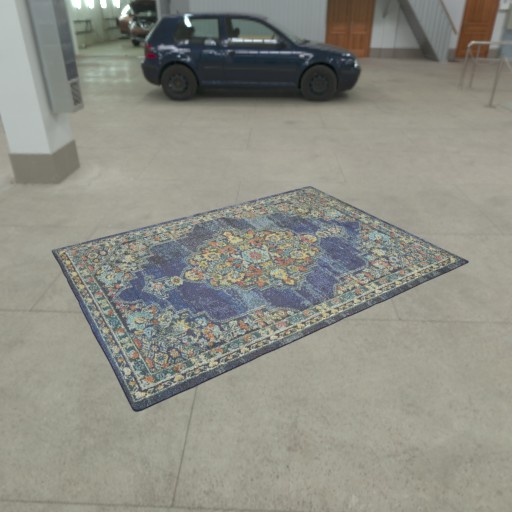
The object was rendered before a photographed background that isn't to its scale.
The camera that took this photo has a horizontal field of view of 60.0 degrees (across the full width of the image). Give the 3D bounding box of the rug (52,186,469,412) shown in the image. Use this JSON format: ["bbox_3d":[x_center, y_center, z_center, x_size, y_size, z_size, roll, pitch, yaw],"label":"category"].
[{"bbox_3d":[0.000,0.000,2.913,2.232,0.009,1.630,-18,34,-28],"label":"rug"}]
